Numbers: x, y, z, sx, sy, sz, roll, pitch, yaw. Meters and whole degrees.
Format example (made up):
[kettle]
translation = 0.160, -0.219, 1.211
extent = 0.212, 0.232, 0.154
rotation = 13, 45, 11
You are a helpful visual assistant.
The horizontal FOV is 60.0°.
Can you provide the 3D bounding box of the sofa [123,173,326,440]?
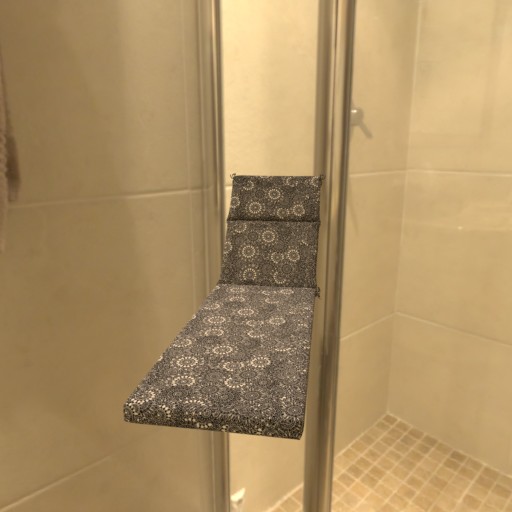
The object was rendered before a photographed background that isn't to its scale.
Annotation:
[sofa]
translation = 0.000, 0.000, 1.953
extent = 0.582, 0.622, 1.663
rotation = 2, 14, 9
